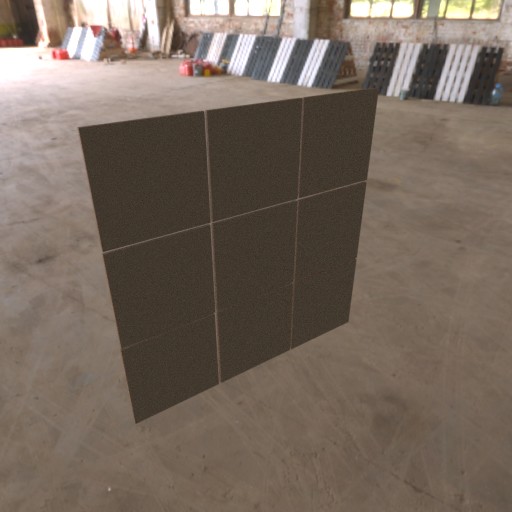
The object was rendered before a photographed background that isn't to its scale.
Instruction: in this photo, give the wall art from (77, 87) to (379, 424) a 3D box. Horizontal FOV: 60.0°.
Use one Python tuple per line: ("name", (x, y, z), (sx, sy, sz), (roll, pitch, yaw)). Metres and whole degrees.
("wall art", (0.000, 0.000, 1.840), (1.216, 1.216, 0.013), (-19, 35, -29))
